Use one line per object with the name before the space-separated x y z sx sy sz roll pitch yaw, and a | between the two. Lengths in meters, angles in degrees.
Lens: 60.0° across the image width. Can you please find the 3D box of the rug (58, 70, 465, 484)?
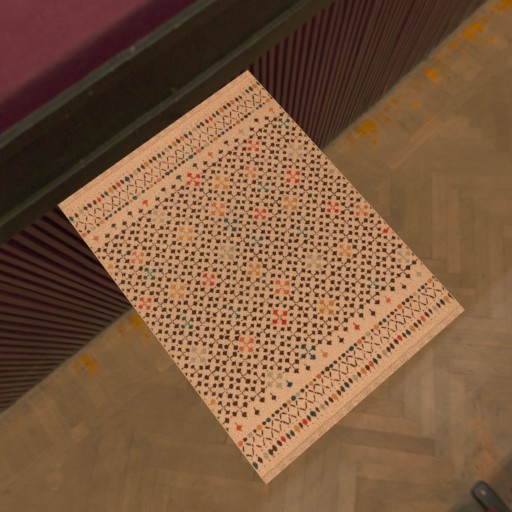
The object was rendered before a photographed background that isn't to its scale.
rug | 0.000 0.000 2.037 1.146 0.006 1.556 -38 80 -8
